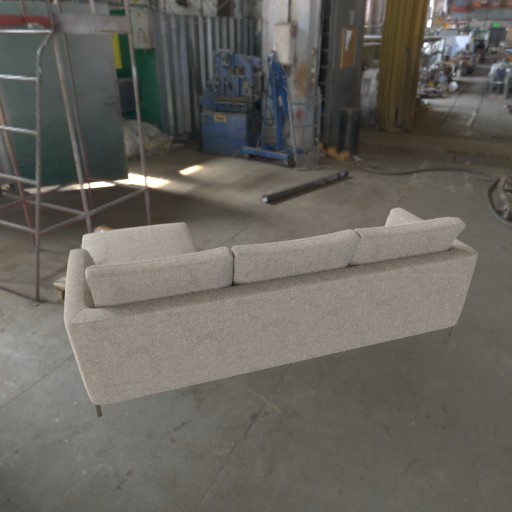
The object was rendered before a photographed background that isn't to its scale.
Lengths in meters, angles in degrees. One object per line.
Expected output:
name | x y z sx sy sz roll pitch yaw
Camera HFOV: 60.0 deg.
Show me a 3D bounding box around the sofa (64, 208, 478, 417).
sofa | 0.000 0.000 3.155 2.438 0.864 1.626 -8 28 -16
